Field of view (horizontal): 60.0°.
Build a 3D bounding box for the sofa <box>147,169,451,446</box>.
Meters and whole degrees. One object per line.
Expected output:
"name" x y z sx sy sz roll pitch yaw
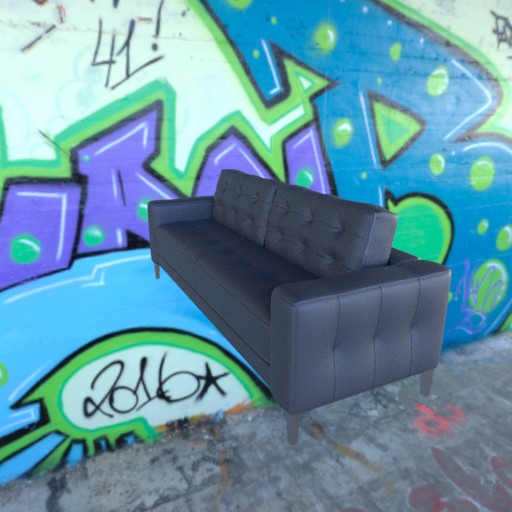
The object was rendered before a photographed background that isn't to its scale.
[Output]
"sofa" 0.000 0.000 2.768 0.833 0.893 2.275 -9 19 -25
